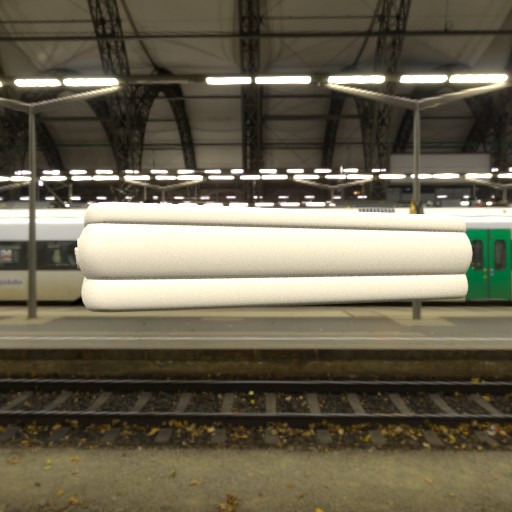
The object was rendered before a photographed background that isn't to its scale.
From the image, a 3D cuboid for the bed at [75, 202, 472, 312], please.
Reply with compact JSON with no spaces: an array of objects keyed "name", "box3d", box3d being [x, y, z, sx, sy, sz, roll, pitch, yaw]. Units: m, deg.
[{"name":"bed","box3d":[0.000,0.000,2.697,2.036,0.460,1.520,0,0,-20]}]
